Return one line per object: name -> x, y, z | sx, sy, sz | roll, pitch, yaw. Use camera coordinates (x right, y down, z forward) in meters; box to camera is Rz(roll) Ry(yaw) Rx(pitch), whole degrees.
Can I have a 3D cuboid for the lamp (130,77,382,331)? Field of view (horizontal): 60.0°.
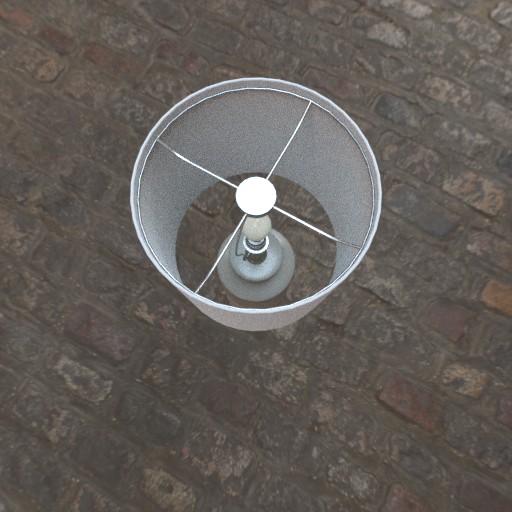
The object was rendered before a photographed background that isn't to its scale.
lamp -> 0.000, 0.000, 0.613 | 0.212, 0.493, 0.212 | 29, 78, 7
